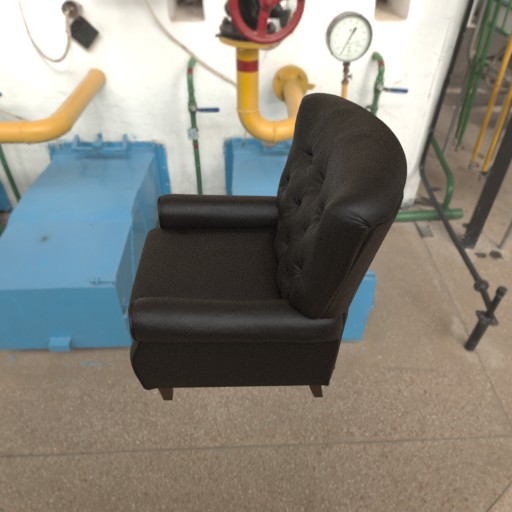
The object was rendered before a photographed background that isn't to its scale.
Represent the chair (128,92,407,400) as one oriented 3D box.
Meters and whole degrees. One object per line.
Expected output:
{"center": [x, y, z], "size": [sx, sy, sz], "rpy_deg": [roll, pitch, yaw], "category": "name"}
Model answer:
{"center": [0.000, 0.000, 1.923], "size": [1.058, 1.158, 0.948], "rpy_deg": [-1, 41, -1], "category": "chair"}
